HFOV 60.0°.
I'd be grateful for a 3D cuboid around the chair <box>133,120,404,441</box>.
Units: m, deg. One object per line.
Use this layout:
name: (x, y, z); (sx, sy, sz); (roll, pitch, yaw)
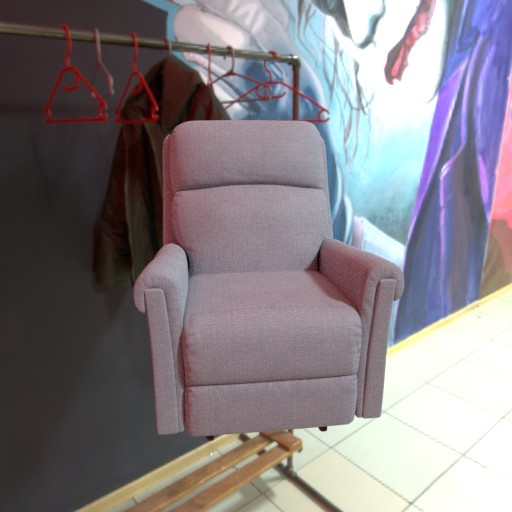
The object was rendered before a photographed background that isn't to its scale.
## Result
chair: (0.000, 0.000, 1.783); (0.838, 1.054, 1.014); (-2, 16, -7)
